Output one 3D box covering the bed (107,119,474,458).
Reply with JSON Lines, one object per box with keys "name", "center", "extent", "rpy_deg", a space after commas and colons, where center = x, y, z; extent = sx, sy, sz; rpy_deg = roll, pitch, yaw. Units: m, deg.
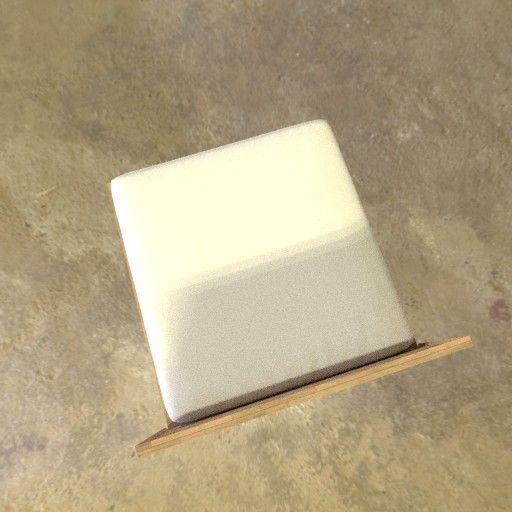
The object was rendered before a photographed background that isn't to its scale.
{"name": "bed", "center": [0.000, 0.000, 3.419], "extent": [2.116, 1.100, 2.167], "rpy_deg": [-17, 76, -4]}
